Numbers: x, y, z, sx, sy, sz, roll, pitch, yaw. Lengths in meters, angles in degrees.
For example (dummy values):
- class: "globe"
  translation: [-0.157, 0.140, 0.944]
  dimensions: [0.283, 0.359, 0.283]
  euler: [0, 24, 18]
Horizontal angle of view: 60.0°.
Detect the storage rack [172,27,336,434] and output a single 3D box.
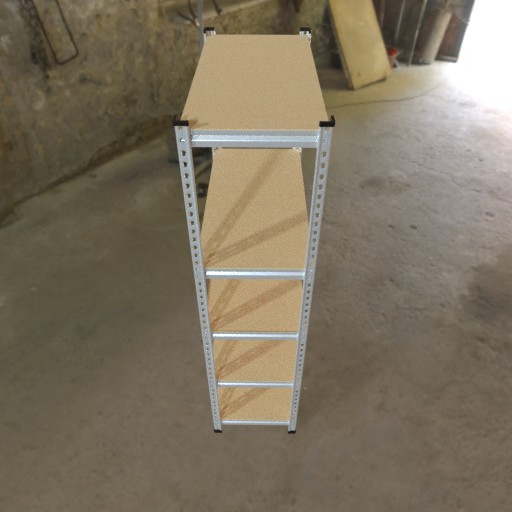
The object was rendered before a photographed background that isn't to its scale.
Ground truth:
- class: "storage rack"
  translation: [0.000, 0.000, 2.182]
  dimensions: [0.457, 1.829, 0.914]
  euler: [1, 42, 1]
